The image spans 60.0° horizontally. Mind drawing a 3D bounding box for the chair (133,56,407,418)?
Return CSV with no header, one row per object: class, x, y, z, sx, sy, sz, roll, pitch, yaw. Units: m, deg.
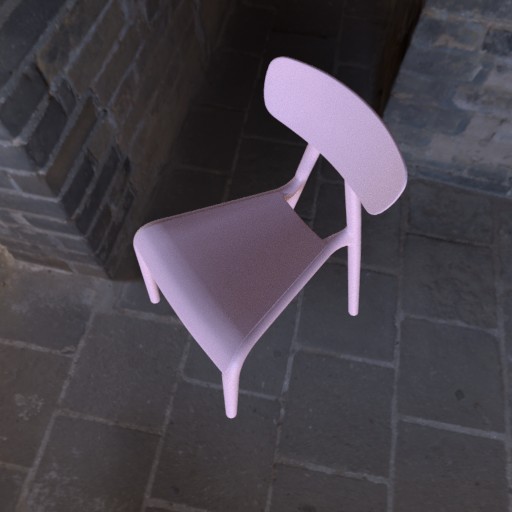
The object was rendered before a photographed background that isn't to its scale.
chair,0.000,0.000,0.836,0.401,0.580,0.356,-33,68,-15
